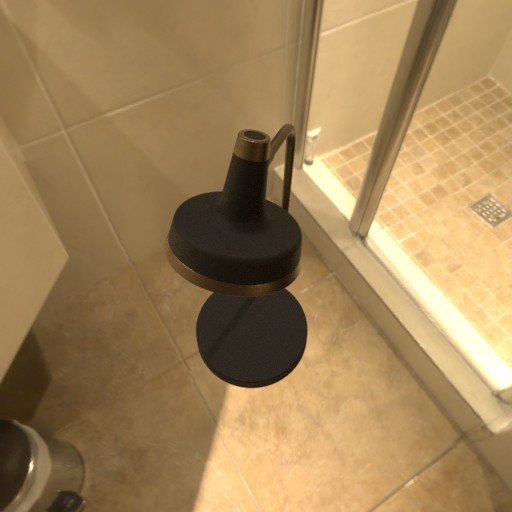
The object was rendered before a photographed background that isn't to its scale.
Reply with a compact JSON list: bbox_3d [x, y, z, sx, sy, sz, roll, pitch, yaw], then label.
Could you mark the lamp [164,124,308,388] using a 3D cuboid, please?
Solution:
[{"bbox_3d":[0.000,0.000,0.496,0.162,0.385,0.218,19,60,11],"label":"lamp"}]
